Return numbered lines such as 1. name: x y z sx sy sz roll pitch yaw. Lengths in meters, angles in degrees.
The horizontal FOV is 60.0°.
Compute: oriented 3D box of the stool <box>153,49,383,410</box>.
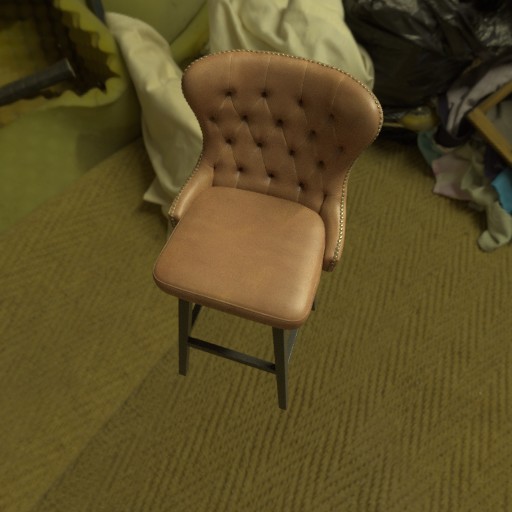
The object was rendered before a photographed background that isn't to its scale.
1. stool: 0.000 0.000 1.417 0.528 1.050 0.601 16 59 10
